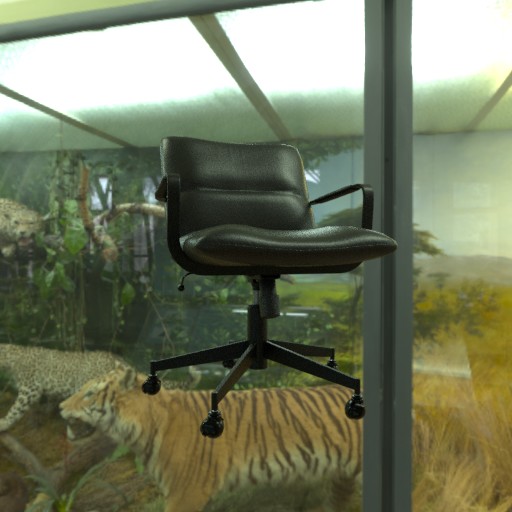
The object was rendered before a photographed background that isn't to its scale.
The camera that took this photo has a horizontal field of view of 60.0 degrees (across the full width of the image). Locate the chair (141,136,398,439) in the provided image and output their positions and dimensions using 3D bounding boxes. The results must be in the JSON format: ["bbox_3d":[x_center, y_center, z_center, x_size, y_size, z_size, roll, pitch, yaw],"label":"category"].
[{"bbox_3d":[0.000,0.000,1.457,0.719,0.922,0.748,0,1,-18],"label":"chair"}]
